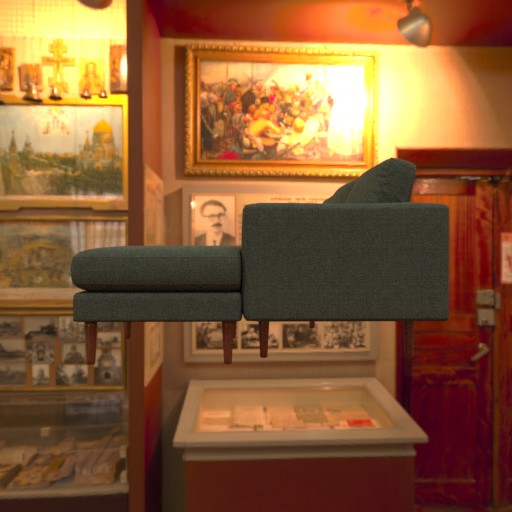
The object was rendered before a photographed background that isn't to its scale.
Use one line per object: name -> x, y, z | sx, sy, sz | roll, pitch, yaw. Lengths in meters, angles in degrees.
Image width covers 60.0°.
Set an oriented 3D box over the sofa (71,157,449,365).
sofa -> 0.000, 0.000, 2.938 | 1.667, 0.957, 2.055 | 0, 0, -1
